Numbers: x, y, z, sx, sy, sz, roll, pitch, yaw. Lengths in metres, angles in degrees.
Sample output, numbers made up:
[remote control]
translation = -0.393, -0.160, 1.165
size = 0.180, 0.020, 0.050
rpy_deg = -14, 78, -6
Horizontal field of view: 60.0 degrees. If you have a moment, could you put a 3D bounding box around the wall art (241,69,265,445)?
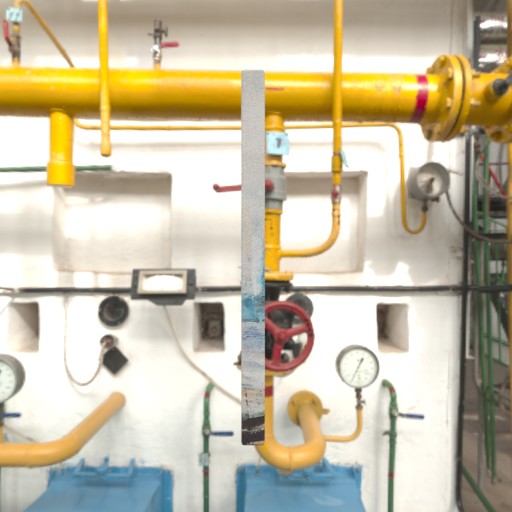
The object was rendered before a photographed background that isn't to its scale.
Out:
[wall art]
translation = 0.000, 0.000, 1.171
size = 0.038, 0.609, 0.913
rpy_deg = 0, 0, 1
